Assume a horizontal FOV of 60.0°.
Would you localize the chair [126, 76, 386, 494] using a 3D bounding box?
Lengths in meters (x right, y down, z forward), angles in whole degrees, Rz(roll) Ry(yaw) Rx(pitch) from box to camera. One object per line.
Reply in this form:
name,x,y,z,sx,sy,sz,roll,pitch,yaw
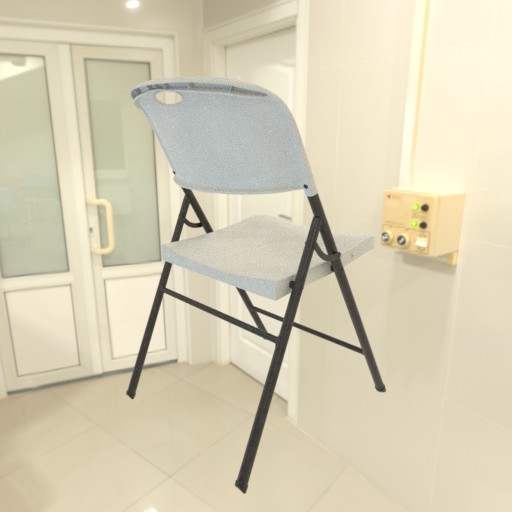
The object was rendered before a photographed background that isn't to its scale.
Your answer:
chair,0.000,0.000,1.142,0.566,0.810,0.494,-14,21,-42
